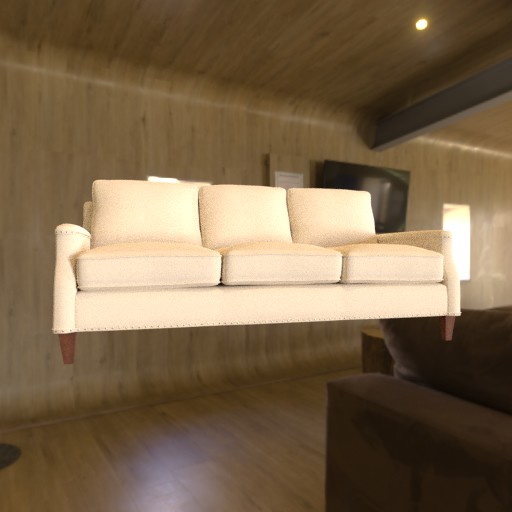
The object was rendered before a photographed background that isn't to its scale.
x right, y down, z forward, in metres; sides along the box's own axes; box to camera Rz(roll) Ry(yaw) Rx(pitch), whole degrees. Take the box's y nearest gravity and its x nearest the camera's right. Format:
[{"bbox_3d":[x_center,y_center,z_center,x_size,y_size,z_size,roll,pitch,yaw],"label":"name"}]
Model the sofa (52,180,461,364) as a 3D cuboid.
[{"bbox_3d":[0.000,0.000,2.824,2.246,1.003,1.084,0,0,-16],"label":"sofa"}]
